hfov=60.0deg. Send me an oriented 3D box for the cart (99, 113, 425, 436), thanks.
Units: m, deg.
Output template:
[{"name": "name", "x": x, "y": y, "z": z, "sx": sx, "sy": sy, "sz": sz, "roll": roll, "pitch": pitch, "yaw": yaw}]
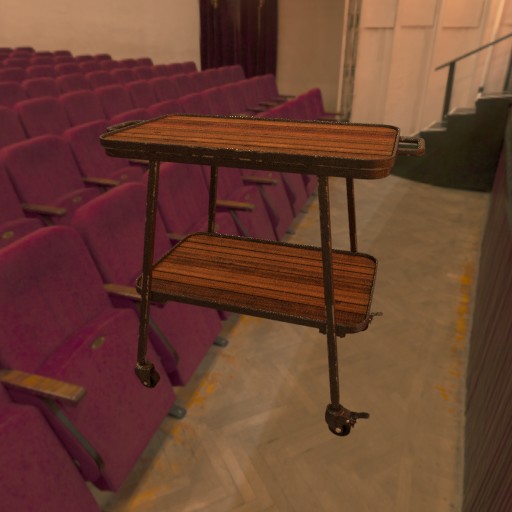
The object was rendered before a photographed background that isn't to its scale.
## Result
[{"name": "cart", "x": 0.000, "y": 0.000, "z": 1.271, "sx": 0.806, "sy": 0.700, "sz": 0.515, "roll": 8, "pitch": 28, "yaw": 16}]
